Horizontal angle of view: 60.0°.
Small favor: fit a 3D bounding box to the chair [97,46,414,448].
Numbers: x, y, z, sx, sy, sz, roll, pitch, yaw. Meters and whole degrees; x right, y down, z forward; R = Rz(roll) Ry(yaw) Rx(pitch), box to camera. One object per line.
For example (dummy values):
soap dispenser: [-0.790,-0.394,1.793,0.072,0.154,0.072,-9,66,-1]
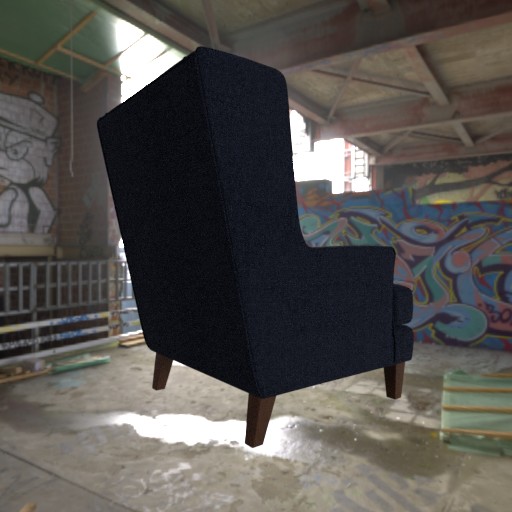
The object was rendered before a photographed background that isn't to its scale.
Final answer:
chair: [0.000,0.000,1.673,0.947,1.072,0.764,-1,1,-37]
